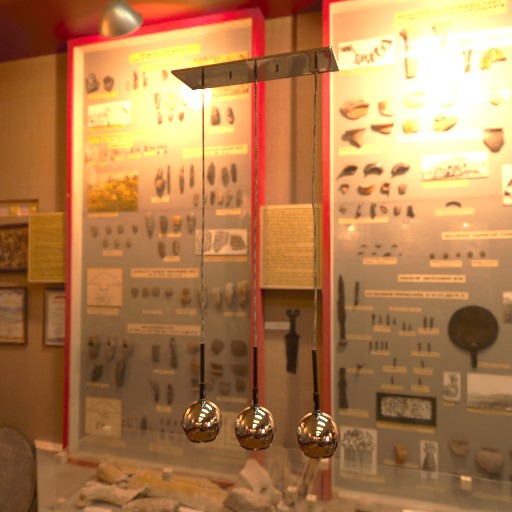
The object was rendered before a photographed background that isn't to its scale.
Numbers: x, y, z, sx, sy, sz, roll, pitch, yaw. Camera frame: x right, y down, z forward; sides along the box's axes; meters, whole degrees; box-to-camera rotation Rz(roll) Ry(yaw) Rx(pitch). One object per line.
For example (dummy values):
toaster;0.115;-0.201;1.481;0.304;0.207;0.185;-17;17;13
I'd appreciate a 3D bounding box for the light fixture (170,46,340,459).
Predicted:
light fixture;0.000;0.000;1.664;0.623;1.408;0.188;0;-1;18
